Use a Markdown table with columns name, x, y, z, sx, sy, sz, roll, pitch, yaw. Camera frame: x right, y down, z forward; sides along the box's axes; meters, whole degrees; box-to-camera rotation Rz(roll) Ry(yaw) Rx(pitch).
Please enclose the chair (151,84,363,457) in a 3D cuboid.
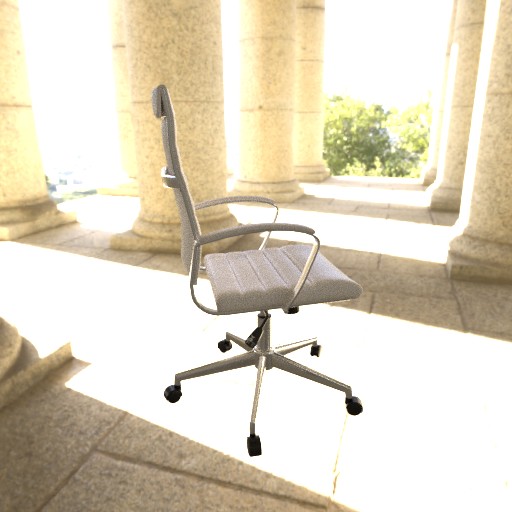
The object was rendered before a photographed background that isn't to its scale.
| name | x | y | z | sx | sy | sz | roll | pitch | yaw |
| --- | --- | --- | --- | --- | --- | --- | --- | --- | --- |
| chair | 0.000 | 0.000 | 1.644 | 0.739 | 1.149 | 0.766 | -3 | 17 | -11 |
